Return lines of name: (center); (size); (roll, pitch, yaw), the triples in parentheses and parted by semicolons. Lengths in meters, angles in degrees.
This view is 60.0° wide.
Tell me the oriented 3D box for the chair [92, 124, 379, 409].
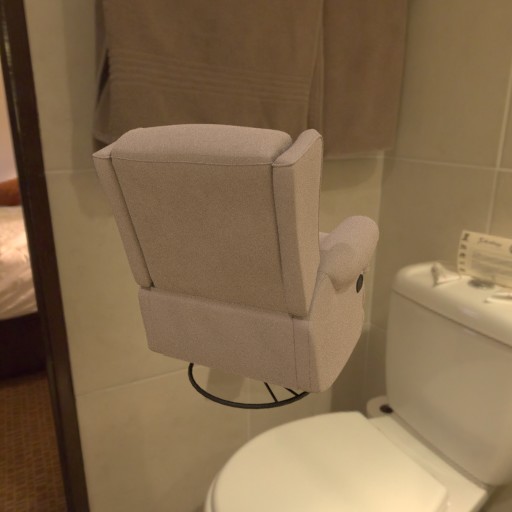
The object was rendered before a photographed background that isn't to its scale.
chair: (0.000, 0.000, 1.763); (0.847, 1.011, 0.969); (8, 19, 24)
